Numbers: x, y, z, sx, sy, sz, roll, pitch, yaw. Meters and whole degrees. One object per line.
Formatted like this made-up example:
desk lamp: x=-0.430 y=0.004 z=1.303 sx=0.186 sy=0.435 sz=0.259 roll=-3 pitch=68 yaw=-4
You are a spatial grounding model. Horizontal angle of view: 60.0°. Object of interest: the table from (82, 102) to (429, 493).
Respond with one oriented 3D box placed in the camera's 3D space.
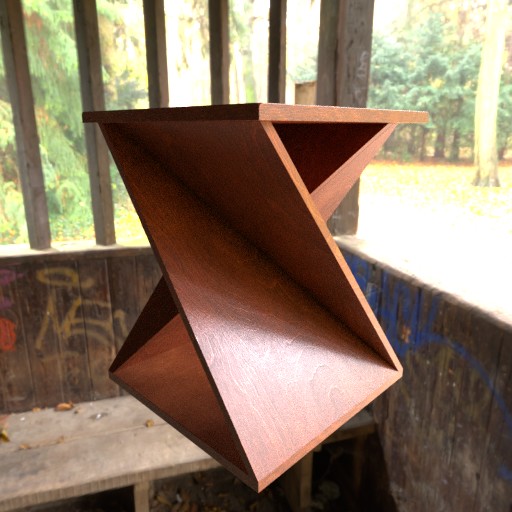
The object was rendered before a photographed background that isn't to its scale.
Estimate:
table: x=0.000 y=0.000 z=0.841 sx=0.427 sy=0.520 sz=0.427 roll=15 pitch=22 yaw=42
